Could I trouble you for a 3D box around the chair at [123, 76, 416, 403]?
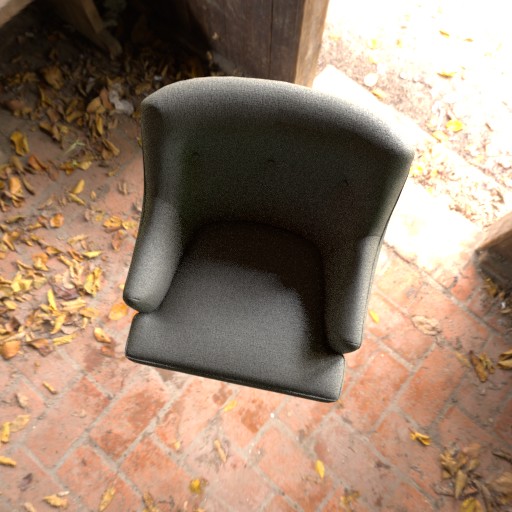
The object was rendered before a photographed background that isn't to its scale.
[{"bbox_3d":[0.000,0.000,1.633,0.864,0.856,0.923,11,75,3],"label":"chair"}]
